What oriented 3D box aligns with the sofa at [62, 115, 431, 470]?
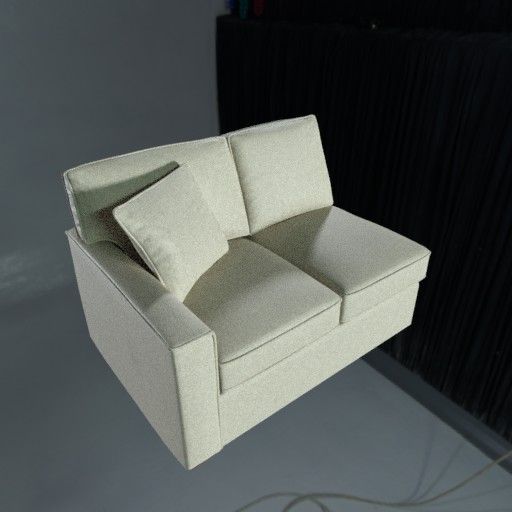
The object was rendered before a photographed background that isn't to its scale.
[{"bbox_3d":[0.000,0.000,2.046,1.388,0.989,0.991,-22,36,-33],"label":"sofa"}]
